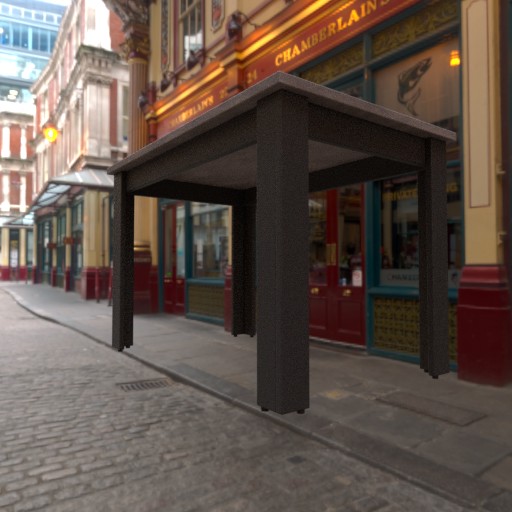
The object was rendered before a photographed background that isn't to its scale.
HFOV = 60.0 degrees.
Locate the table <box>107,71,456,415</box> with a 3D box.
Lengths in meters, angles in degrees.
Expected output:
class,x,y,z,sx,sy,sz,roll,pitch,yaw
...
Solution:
class,x,y,z,sx,sy,sz,roll,pitch,yaw
table,0.000,0.000,1.567,0.700,0.734,1.100,2,-3,-37
